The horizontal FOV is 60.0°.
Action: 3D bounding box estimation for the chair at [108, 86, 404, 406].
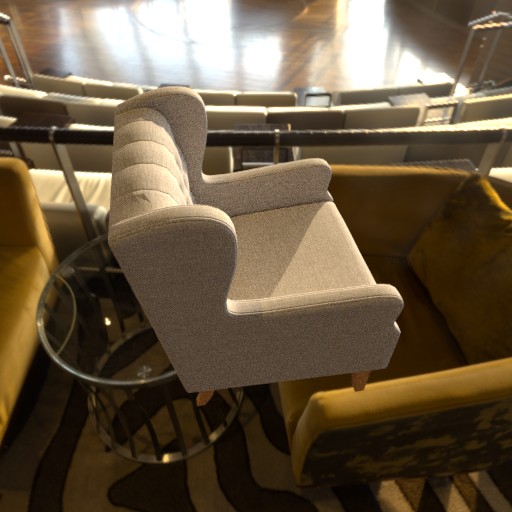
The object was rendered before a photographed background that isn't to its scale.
[{"bbox_3d":[0.000,0.000,1.490,0.760,0.930,0.710,-8,46,-8],"label":"chair"}]
